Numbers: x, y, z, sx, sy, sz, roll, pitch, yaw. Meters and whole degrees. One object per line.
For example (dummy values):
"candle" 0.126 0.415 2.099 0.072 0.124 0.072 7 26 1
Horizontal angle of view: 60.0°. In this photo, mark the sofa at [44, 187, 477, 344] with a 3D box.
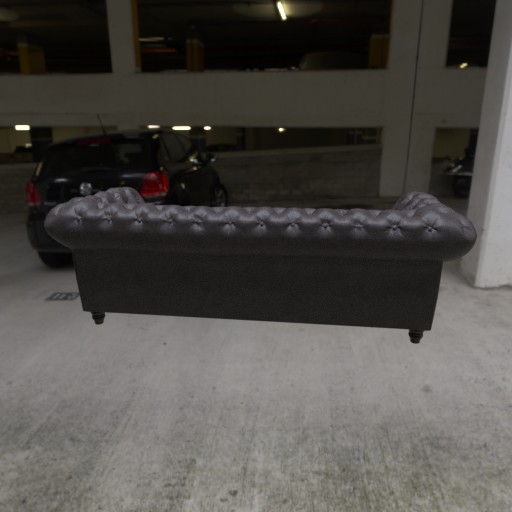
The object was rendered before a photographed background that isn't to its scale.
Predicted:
"sofa" 0.000 0.000 2.830 2.385 0.783 0.944 2 17 7
